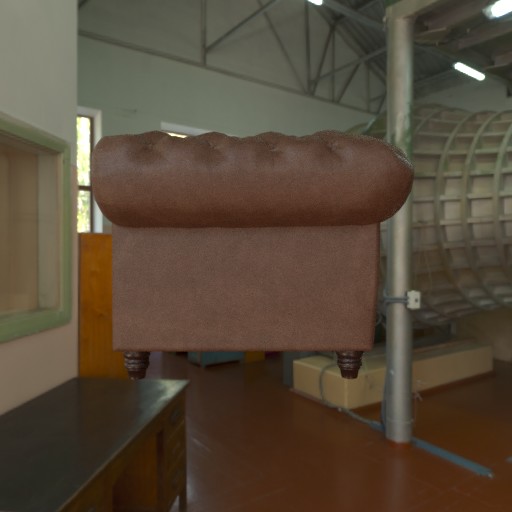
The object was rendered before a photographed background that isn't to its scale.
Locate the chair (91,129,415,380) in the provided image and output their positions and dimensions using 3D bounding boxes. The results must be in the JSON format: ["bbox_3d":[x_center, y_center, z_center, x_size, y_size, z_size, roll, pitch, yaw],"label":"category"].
[{"bbox_3d":[0.000,0.000,1.856,0.954,0.784,1.298,0,1,-1],"label":"chair"}]
